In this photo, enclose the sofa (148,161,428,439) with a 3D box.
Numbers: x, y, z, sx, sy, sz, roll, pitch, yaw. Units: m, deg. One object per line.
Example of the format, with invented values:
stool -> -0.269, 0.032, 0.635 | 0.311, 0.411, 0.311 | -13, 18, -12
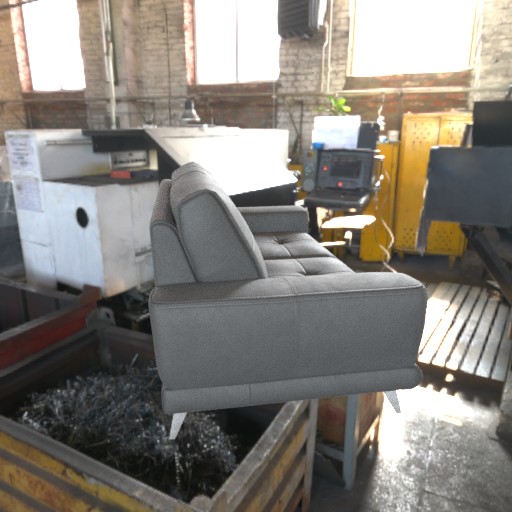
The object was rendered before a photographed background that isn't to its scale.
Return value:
sofa -> 0.000, 0.000, 2.372 | 1.018, 0.907, 1.806 | -3, 17, -9
